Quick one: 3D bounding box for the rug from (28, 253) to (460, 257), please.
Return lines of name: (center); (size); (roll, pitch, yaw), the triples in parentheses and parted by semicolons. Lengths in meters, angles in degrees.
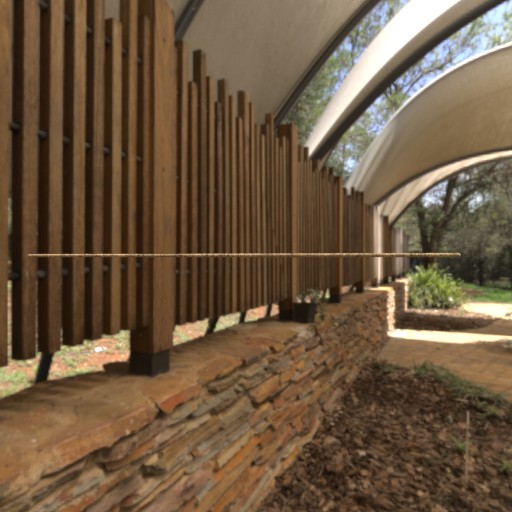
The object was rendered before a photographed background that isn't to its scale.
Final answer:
rug: (0.000, 0.000, 2.355); (1.846, 0.014, 1.243); (0, 0, 18)
